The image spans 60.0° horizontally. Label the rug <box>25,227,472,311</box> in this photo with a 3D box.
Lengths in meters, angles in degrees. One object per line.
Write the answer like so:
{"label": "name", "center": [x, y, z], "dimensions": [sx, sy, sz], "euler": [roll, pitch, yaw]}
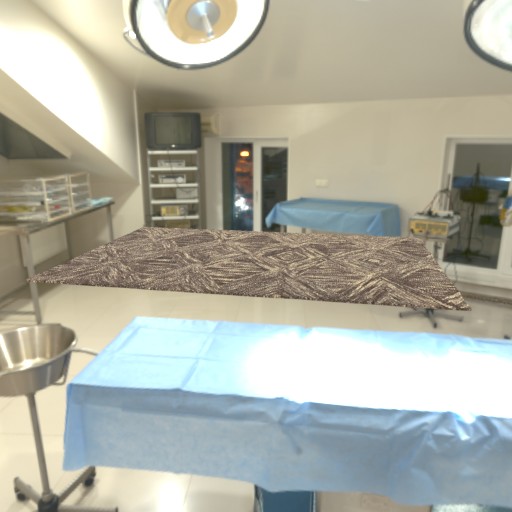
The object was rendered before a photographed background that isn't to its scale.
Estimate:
{"label": "rug", "center": [0.000, 0.000, 2.319], "dimensions": [1.814, 0.012, 1.186], "euler": [3, 15, 10]}
